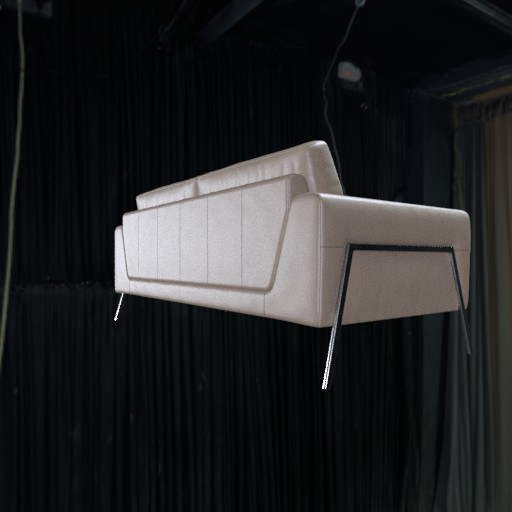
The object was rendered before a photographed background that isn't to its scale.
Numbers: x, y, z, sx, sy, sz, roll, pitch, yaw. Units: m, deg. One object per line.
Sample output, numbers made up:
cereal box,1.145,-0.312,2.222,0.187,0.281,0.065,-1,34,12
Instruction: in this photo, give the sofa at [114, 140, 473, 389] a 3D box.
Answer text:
sofa,0.000,0.000,2.512,0.953,0.875,2.017,0,-1,-36
